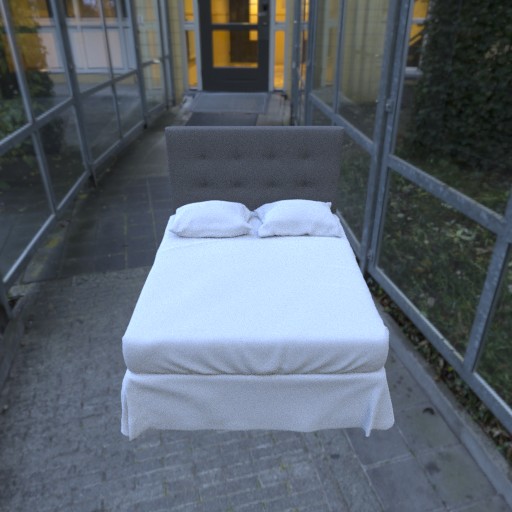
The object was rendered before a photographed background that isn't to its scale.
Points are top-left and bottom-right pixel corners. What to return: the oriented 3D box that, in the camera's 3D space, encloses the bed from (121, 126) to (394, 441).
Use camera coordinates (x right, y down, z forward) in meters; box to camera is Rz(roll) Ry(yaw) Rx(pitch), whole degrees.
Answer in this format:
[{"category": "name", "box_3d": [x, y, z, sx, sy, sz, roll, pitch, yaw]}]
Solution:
[{"category": "bed", "box_3d": [0.000, 0.000, 3.521, 1.936, 1.577, 2.222, 0, 29, 0]}]
